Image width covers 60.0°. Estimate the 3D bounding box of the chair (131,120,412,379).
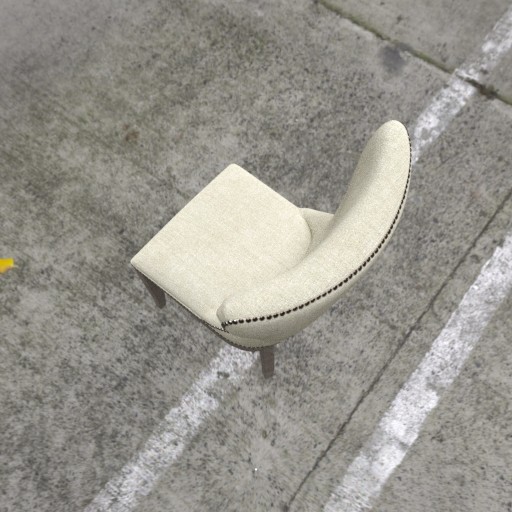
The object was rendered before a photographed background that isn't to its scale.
[{"bbox_3d":[0.000,0.000,1.450,0.681,1.002,0.654,36,70,16],"label":"chair"}]
